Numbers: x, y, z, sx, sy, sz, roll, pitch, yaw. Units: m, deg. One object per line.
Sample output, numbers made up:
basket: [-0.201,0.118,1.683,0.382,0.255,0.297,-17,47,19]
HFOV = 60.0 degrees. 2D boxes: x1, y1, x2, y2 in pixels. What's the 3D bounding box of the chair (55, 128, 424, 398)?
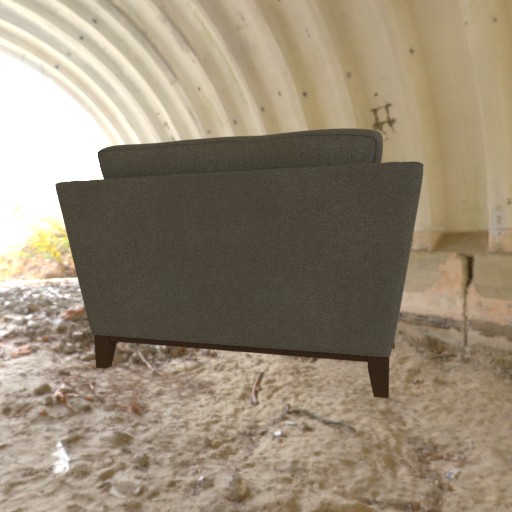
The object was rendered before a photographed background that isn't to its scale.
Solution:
chair: [0.000,0.000,2.022,1.396,0.942,0.965,0,1,19]
